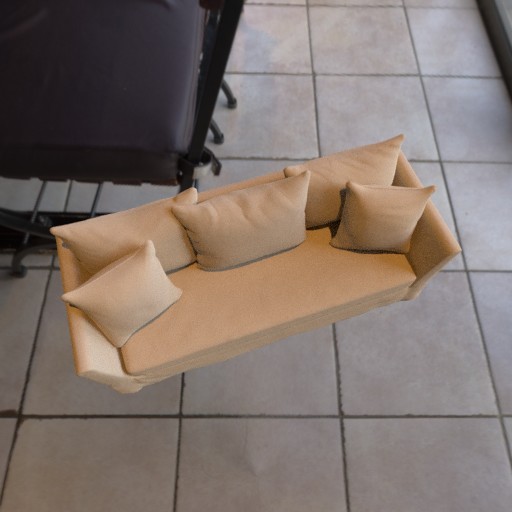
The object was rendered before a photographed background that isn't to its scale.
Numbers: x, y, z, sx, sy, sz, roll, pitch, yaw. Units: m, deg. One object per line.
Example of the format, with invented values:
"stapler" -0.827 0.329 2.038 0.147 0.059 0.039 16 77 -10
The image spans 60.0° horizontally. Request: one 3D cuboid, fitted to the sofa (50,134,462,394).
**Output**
"sofa" 0.000 0.000 3.094 2.499 1.047 1.046 -17 65 -8
